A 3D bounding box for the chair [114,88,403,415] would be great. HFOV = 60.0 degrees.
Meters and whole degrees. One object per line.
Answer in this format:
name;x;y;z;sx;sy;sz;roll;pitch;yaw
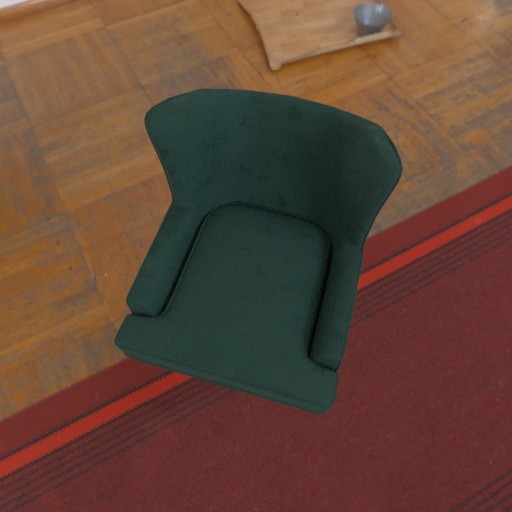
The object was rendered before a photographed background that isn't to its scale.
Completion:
chair;0.000;0.000;1.653;0.793;0.952;0.910;14;61;8
